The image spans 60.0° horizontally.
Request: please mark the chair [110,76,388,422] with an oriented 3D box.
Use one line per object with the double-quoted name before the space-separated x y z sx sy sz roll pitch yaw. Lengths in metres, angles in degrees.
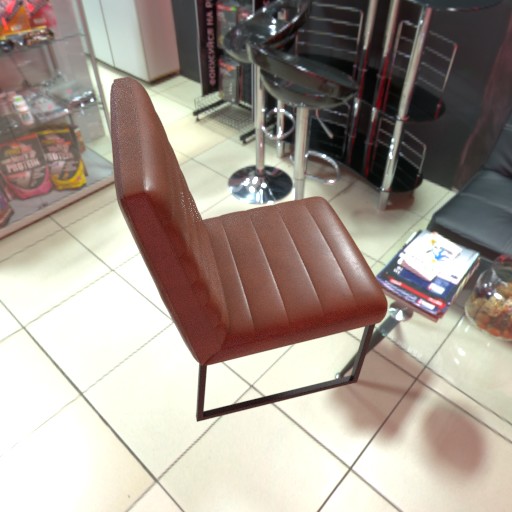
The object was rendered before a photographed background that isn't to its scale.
"chair" 0.000 0.000 1.300 0.634 0.930 0.520 -10 46 -10
